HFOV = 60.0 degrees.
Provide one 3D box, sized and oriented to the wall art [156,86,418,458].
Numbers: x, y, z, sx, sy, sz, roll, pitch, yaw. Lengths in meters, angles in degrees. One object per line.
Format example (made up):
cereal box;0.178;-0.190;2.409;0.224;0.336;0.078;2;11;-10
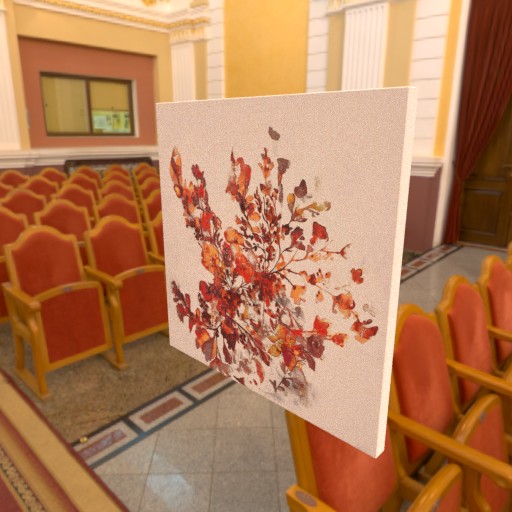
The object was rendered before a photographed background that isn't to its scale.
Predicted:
wall art;0.000;0.000;1.120;0.757;0.757;0.037;15;22;42
